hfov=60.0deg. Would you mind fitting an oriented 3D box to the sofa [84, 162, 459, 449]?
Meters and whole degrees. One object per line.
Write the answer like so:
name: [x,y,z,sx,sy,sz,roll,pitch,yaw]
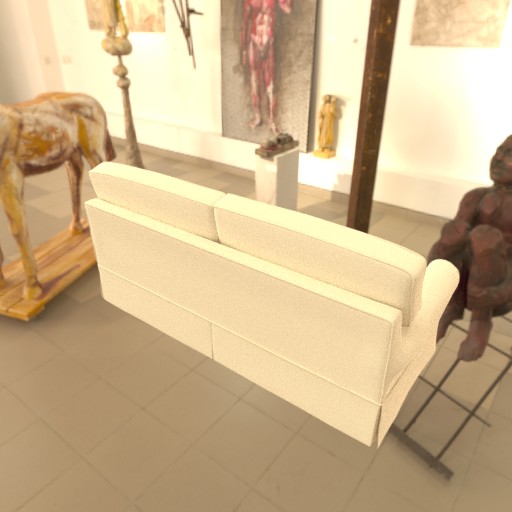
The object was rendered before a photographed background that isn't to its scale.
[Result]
sofa: [0.000,0.000,2.533,2.021,0.937,0.862,20,35,31]
